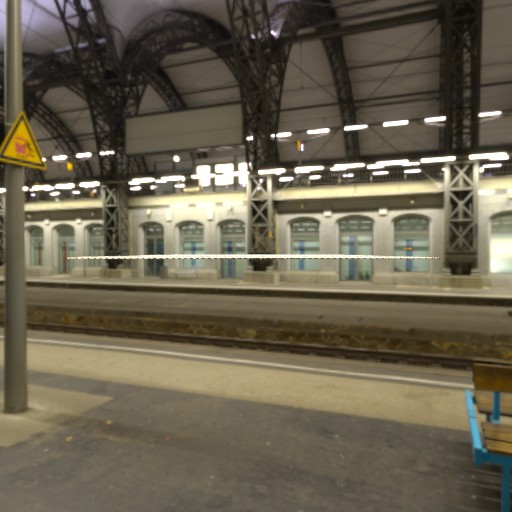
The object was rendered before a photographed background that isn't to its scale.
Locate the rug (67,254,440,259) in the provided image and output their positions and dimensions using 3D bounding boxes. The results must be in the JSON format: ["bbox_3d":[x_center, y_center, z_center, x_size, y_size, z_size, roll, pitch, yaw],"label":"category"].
[{"bbox_3d":[0.000,0.000,3.027,1.532,0.010,2.441,0,0,1],"label":"rug"}]
